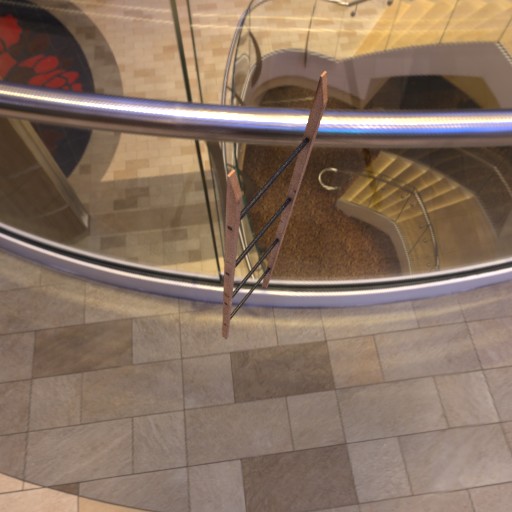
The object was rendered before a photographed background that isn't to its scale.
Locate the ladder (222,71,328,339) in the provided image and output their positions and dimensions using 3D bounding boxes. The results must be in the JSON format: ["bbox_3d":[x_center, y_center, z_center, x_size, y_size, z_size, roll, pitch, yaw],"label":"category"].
[{"bbox_3d":[0.000,0.000,1.975,0.200,1.805,0.442,34,69,15],"label":"ladder"}]
